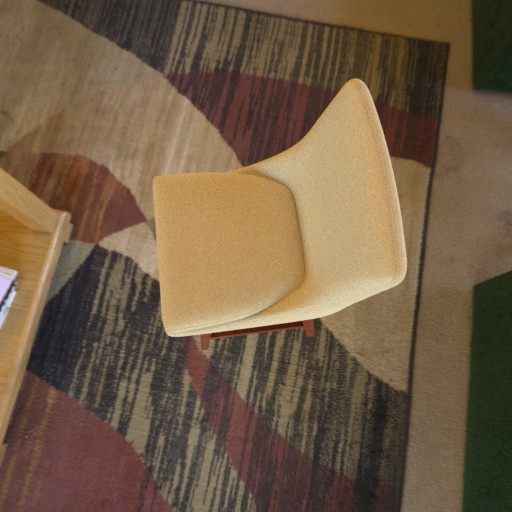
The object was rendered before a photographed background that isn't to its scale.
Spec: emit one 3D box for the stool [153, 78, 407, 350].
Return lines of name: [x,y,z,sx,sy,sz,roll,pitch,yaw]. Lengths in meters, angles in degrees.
stool: [0.000,0.000,1.389,0.559,1.092,0.470,-7,76,-2]
